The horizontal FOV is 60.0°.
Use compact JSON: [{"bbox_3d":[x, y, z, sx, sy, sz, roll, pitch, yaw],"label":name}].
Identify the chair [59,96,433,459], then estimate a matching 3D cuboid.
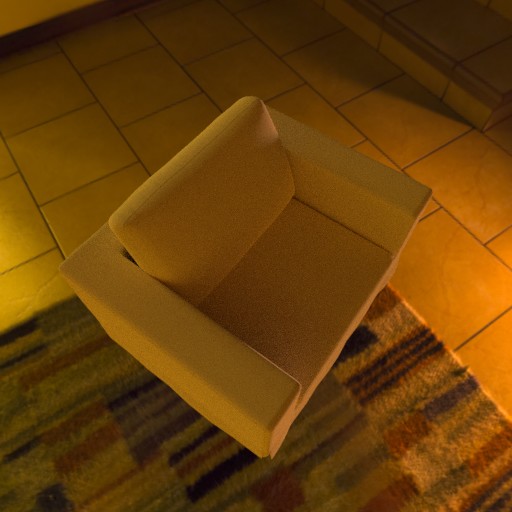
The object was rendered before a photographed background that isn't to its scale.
[{"bbox_3d":[0.000,0.000,1.818,0.957,0.878,1.150,32,65,17],"label":"chair"}]
